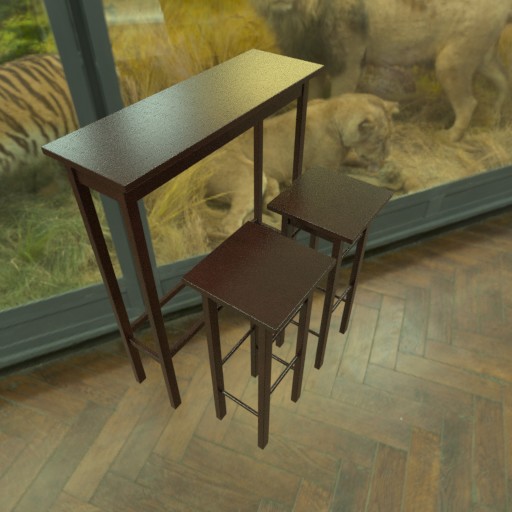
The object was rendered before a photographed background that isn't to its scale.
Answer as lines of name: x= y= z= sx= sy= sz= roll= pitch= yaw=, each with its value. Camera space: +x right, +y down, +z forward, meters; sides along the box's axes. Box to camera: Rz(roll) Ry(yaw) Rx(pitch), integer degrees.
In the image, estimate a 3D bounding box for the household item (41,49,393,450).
household item: x=0.000 y=0.000 z=1.602 sx=0.676 sy=1.067 sz=0.914 roll=26 pitch=48 yaw=25
